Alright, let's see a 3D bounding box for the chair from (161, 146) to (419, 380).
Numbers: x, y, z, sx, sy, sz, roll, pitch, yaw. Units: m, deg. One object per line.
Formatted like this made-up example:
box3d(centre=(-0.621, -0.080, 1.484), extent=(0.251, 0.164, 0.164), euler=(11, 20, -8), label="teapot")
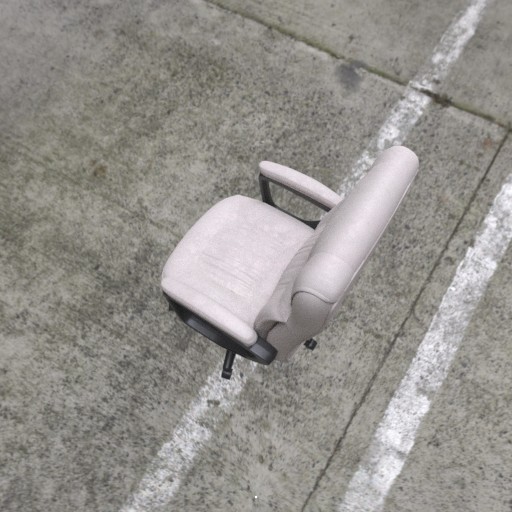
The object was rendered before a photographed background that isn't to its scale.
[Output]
box3d(centre=(0.000, 0.000, 1.570), extent=(0.724, 1.105, 0.667), euler=(30, 66, 15), label="chair")
